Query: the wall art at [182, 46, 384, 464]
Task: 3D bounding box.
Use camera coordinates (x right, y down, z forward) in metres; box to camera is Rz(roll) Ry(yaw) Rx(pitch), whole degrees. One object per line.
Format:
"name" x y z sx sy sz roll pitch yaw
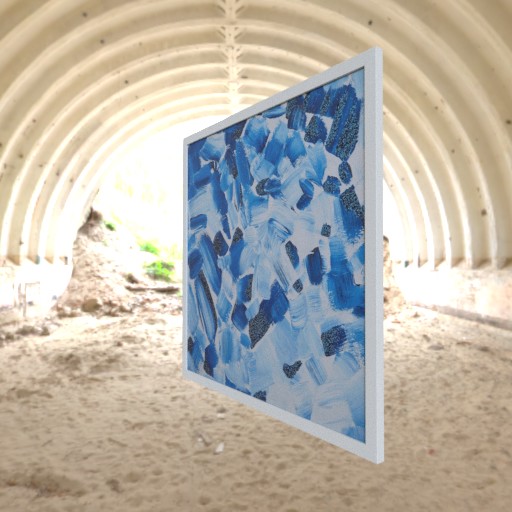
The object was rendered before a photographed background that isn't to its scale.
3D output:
"wall art" 0.000 0.000 0.671 0.012 0.457 0.457 1 -1 -37
